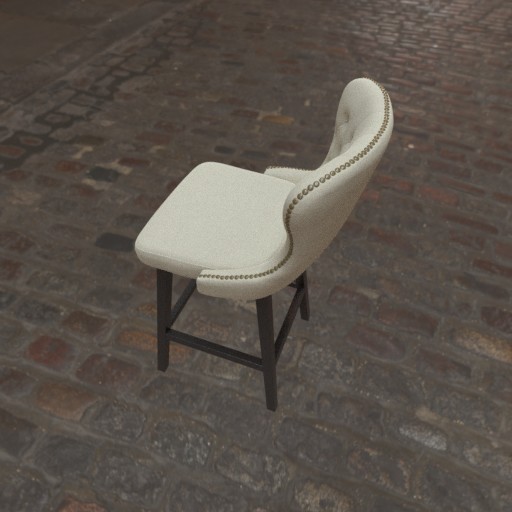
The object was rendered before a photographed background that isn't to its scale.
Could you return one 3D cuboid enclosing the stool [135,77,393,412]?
[{"bbox_3d":[0.000,0.000,1.310,0.593,0.971,0.528,15,47,14],"label":"stool"}]
